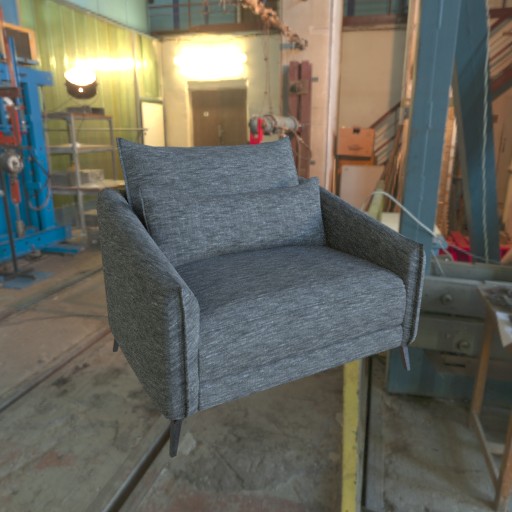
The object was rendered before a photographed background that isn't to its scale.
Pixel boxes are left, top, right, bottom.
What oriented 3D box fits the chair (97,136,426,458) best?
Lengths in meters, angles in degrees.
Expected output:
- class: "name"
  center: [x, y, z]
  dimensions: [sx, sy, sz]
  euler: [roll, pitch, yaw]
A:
- class: "chair"
  center: [0.000, 0.000, 1.629]
  dimensions: [1.004, 0.842, 0.805]
  euler: [-9, 18, -29]
